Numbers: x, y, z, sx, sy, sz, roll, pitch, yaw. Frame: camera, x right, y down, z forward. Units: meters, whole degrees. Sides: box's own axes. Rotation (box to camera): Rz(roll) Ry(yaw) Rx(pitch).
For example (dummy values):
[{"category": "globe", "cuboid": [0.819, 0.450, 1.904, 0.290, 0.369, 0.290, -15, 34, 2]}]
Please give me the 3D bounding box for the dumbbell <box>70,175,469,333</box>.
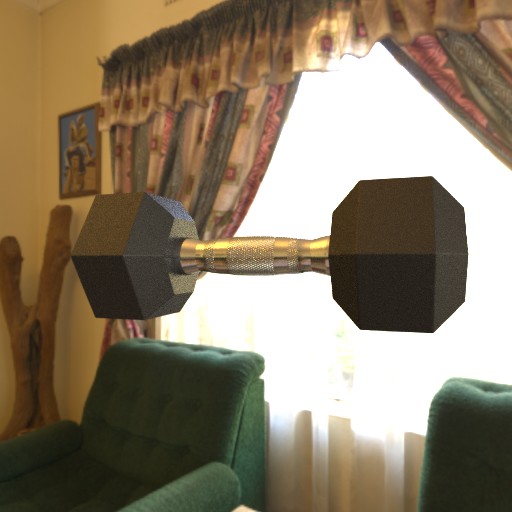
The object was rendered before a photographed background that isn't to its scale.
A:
[{"category": "dumbbell", "cuboid": [0.000, 0.000, 0.350, 0.297, 0.101, 0.116, 0, -1, 18]}]
